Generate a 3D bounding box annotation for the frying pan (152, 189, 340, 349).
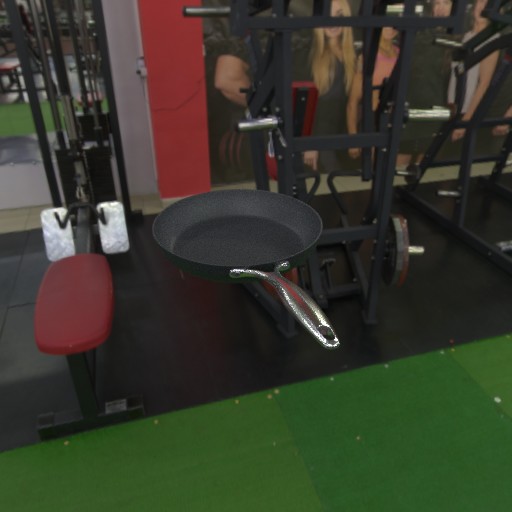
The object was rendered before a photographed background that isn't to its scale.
[{"bbox_3d":[0.000,0.000,0.582,0.255,0.105,0.472,-8,32,-13],"label":"frying pan"}]
